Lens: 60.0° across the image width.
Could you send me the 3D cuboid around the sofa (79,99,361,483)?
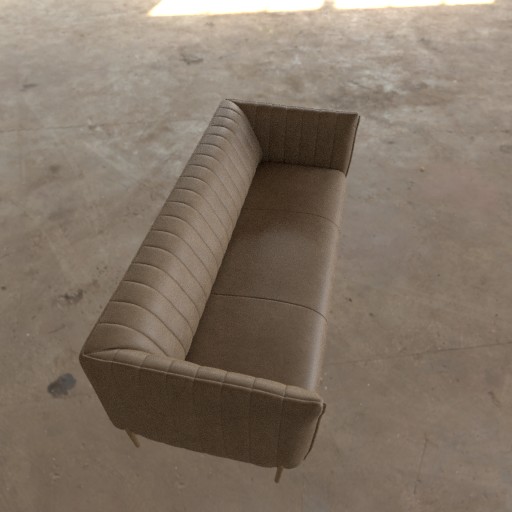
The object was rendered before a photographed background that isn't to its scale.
[{"bbox_3d":[0.000,0.000,2.368,0.876,0.779,1.980,9,47,9],"label":"sofa"}]
